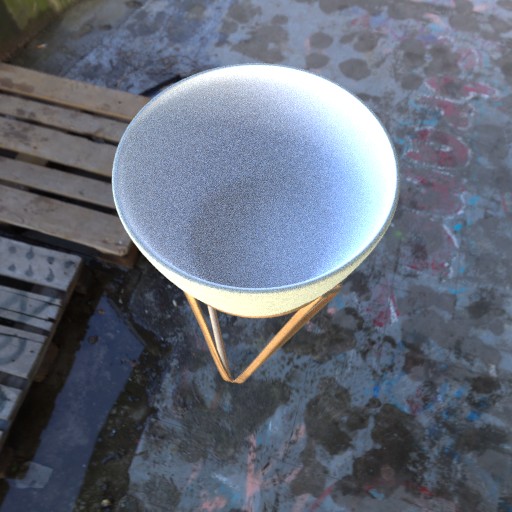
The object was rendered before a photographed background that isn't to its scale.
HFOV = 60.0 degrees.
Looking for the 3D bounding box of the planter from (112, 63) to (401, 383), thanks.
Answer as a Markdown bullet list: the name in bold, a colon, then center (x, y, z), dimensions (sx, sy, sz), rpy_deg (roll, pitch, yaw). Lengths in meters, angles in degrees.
- **planter**: center (0.000, 0.000, 0.764), dimensions (0.350, 0.504, 0.350), rpy_deg (15, 64, 7)
